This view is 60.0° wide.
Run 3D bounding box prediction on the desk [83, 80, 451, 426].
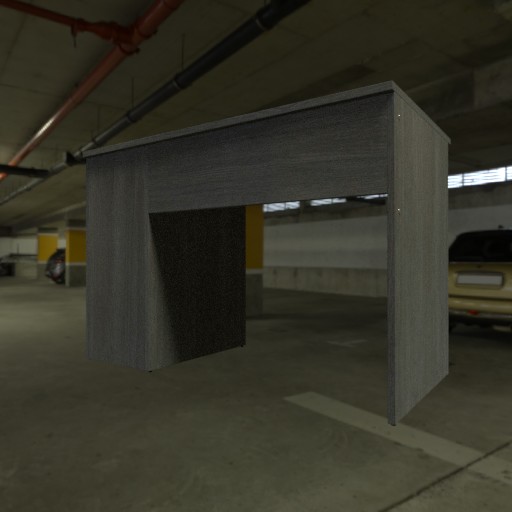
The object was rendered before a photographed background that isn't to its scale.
[{"bbox_3d":[0.000,0.000,1.469,1.096,0.730,0.560,0,0,35],"label":"desk"}]
